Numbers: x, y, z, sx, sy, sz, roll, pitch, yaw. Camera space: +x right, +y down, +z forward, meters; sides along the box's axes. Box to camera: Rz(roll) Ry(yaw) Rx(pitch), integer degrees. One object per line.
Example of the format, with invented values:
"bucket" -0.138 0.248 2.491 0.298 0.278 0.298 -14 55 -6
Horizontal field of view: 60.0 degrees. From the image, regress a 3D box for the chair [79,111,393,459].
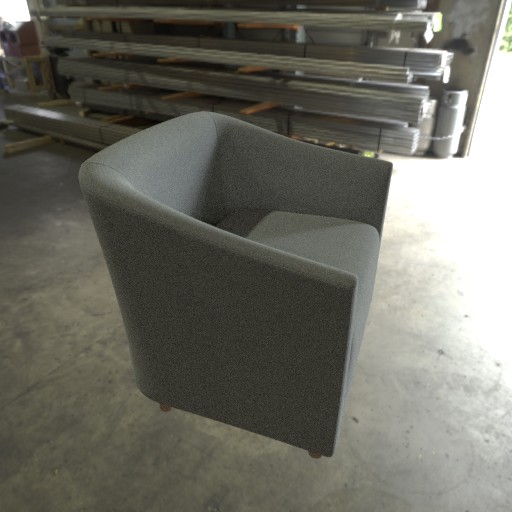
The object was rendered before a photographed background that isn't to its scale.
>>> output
"chair" 0.000 0.000 1.352 0.700 0.720 0.790 10 31 17
